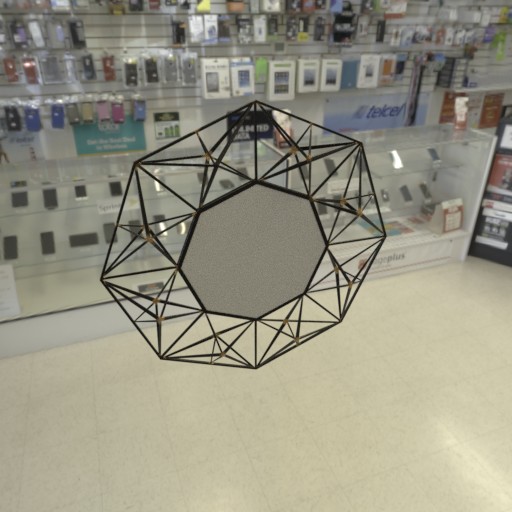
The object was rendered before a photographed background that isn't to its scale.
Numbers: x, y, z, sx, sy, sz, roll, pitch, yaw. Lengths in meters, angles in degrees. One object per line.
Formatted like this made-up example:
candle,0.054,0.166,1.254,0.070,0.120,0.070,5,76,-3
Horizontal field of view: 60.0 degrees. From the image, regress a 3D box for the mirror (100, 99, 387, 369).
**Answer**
mirror,0.000,0.000,1.054,0.710,0.710,0.094,-9,30,-16
